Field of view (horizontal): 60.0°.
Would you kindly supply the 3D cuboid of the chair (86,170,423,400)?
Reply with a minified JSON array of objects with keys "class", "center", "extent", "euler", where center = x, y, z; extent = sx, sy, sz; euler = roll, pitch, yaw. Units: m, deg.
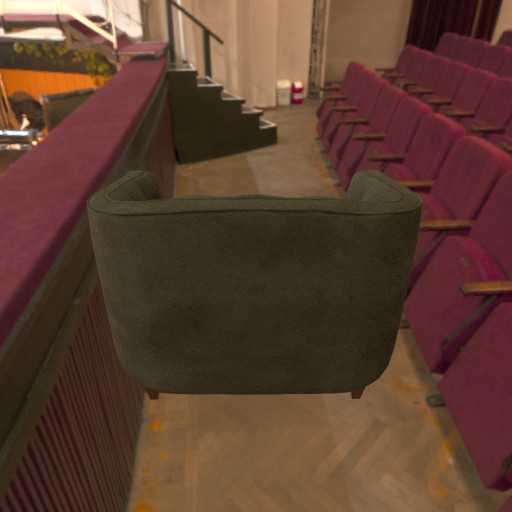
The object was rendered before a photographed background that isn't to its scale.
[{"class":"chair","center":[0.000,0.000,1.812],"extent":[1.104,0.852,0.941],"euler":[0,31,0]}]
